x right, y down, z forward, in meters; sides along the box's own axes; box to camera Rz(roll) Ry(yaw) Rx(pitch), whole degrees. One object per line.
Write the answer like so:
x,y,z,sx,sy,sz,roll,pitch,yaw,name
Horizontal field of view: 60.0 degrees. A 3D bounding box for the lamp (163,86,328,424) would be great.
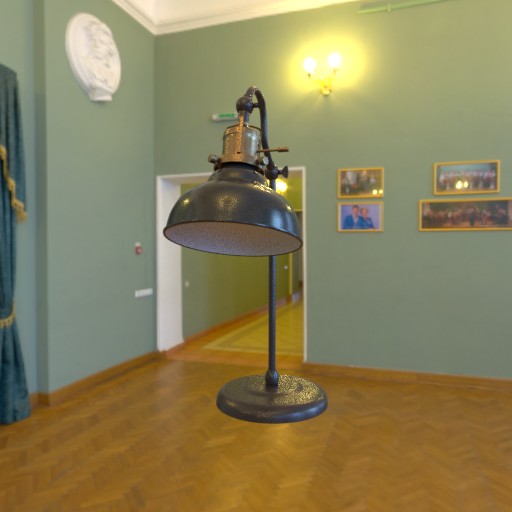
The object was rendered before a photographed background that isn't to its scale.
0.000,0.000,0.674,0.192,0.508,0.374,0,1,17,lamp
